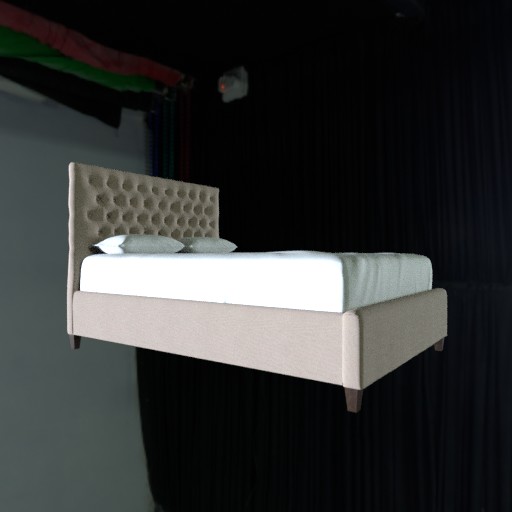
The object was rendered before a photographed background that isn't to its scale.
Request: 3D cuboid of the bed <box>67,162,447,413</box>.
[{"bbox_3d":[0.000,0.000,3.381,2.387,1.427,1.698,0,1,36],"label":"bed"}]
